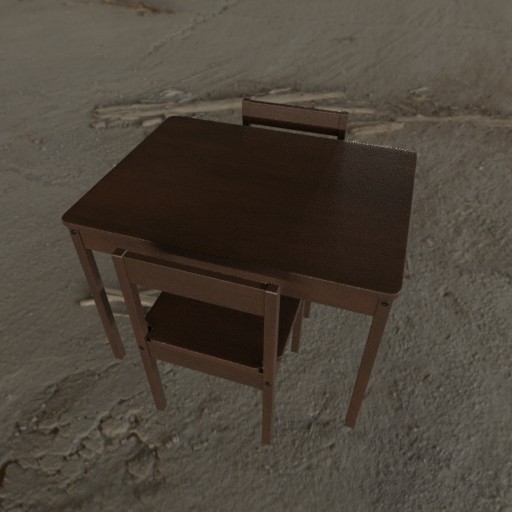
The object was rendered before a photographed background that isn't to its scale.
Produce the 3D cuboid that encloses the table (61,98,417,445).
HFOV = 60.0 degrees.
[{"bbox_3d":[0.000,0.000,1.101,0.650,0.503,0.672,12,44,13],"label":"table"}]
